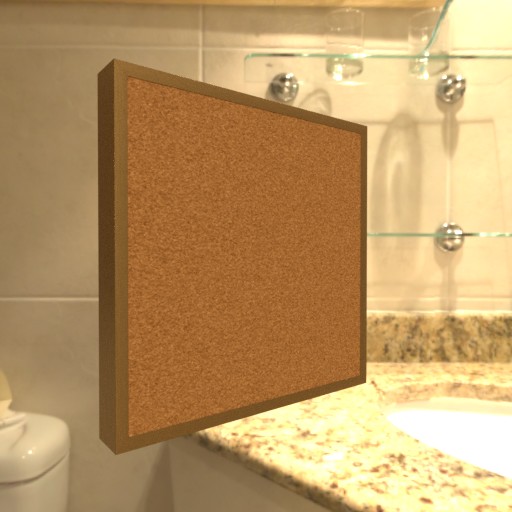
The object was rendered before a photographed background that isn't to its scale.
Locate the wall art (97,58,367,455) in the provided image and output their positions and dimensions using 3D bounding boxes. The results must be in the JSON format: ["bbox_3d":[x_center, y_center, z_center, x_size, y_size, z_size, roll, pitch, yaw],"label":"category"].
[{"bbox_3d":[0.000,0.000,0.448,0.304,0.305,0.038,-1,1,-38],"label":"wall art"}]
